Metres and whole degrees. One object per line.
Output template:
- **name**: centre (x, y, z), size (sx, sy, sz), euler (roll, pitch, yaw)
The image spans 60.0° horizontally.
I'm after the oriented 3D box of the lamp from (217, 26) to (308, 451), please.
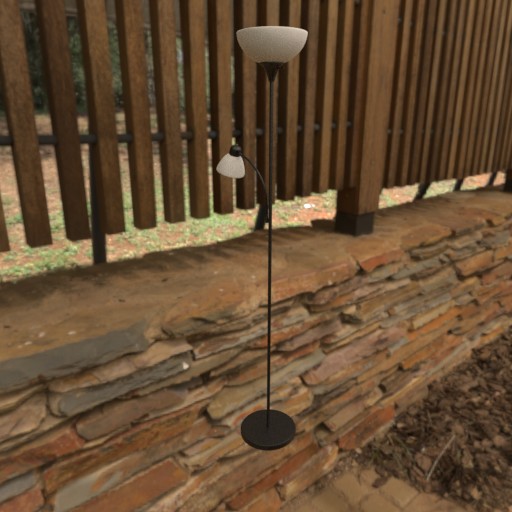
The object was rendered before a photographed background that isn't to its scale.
- **lamp**: centre (0.000, 0.000, 2.005), size (0.442, 1.804, 0.279), euler (17, 24, 42)
